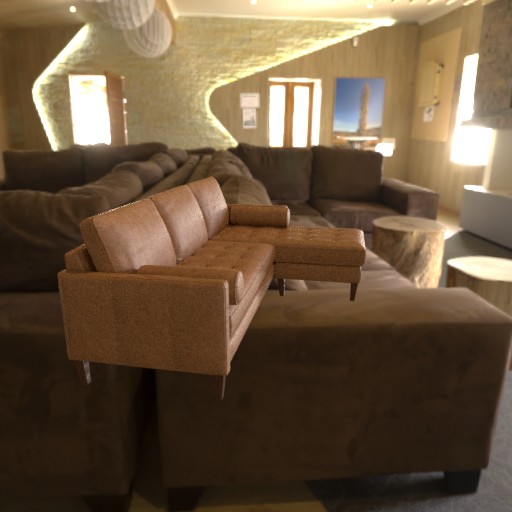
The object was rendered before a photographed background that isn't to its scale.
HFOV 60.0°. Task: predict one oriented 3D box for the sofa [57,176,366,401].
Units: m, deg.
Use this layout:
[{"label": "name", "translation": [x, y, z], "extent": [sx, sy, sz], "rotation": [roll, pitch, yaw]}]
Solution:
[{"label": "sofa", "translation": [0.000, 0.000, 3.017], "extent": [1.506, 0.876, 2.178], "rotation": [3, 16, 11]}]
